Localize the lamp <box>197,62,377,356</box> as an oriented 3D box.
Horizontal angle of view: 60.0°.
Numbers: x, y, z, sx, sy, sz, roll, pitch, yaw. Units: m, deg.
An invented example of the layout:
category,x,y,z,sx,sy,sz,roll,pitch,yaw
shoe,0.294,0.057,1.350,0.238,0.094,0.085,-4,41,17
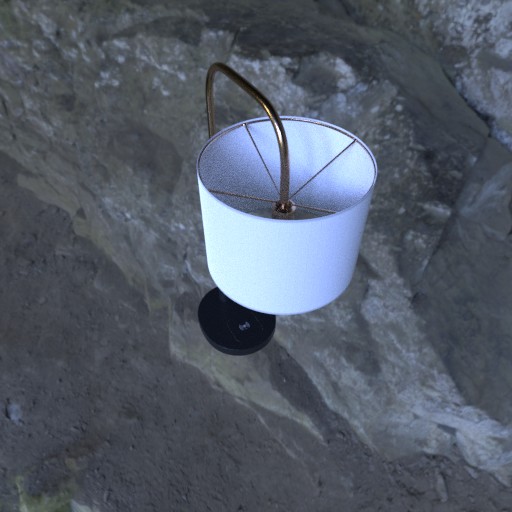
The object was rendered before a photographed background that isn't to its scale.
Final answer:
category,x,y,z,sx,sy,sz,roll,pitch,yaw
lamp,0.000,0.000,0.691,0.199,0.540,0.337,-22,50,-20
